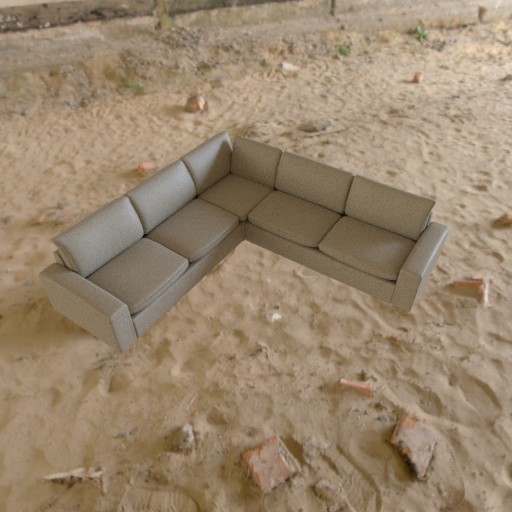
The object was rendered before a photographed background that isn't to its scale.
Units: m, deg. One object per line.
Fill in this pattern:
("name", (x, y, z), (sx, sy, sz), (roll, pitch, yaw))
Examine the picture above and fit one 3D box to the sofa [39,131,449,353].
("sofa", (0.000, 0.000, 4.082), (2.742, 0.800, 2.622), (24, 48, 24))
